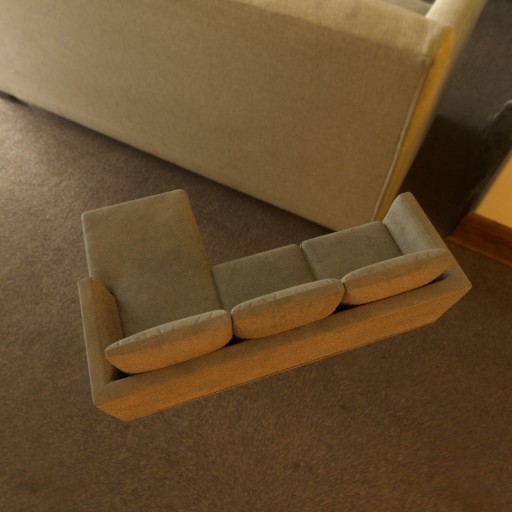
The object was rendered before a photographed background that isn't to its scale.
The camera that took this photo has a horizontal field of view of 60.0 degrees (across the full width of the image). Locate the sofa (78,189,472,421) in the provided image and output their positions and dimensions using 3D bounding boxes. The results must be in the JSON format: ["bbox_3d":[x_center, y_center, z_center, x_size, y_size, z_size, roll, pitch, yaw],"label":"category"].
[{"bbox_3d":[0.000,0.000,3.284,2.438,0.987,1.622,-15,59,-9],"label":"sofa"}]
